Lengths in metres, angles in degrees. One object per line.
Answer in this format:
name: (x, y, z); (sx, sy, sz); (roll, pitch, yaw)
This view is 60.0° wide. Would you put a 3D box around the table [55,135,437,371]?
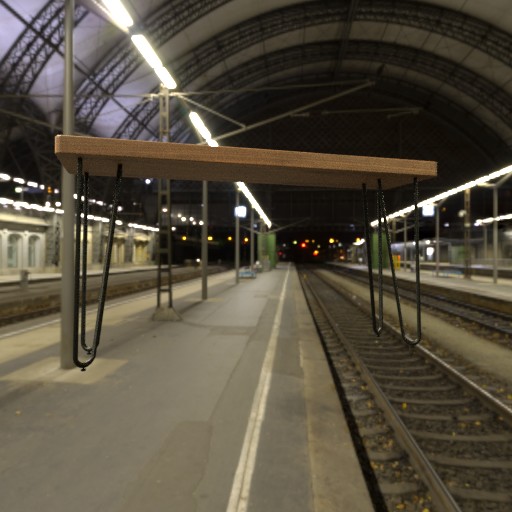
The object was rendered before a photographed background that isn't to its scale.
table: (0.000, 0.000, 1.944); (1.570, 0.834, 0.425); (0, 0, -17)
